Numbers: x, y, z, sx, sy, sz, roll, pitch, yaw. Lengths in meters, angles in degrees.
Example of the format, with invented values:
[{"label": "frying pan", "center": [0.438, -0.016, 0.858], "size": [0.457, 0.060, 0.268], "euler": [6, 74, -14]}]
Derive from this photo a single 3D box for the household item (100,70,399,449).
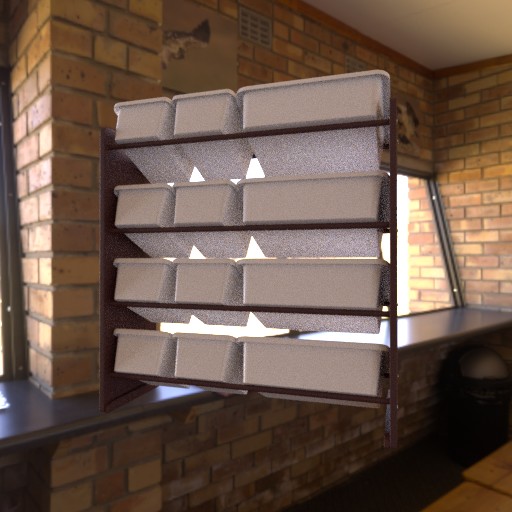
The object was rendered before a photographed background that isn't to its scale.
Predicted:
[{"label": "household item", "center": [0.000, 0.000, 1.289], "size": [0.787, 0.864, 0.389], "euler": [0, 0, 18]}]
